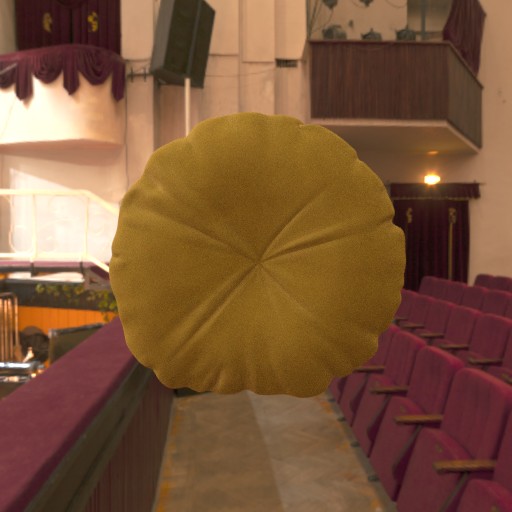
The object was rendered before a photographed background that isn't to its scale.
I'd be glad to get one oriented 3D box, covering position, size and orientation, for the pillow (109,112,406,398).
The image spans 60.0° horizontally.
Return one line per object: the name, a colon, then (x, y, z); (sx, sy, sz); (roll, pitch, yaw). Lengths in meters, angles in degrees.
pillow: (0.000, 0.000, 0.649); (0.428, 0.407, 0.148); (0, 2, 0)
